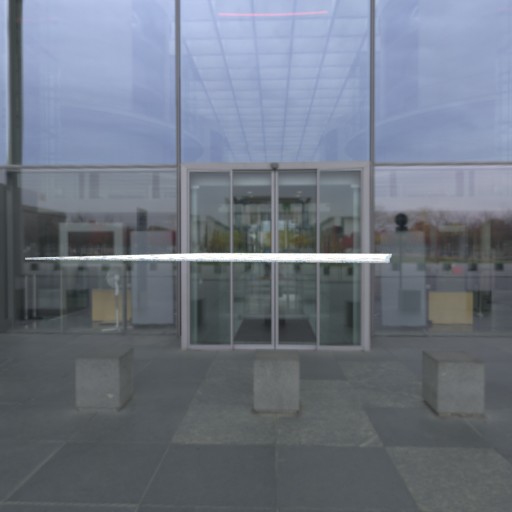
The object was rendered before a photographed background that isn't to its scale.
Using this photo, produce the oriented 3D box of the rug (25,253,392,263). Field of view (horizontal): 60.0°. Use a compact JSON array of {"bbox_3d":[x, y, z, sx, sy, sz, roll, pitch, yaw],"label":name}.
[{"bbox_3d":[0.000,0.000,4.187,2.441,0.013,3.056,0,1,17],"label":"rug"}]
